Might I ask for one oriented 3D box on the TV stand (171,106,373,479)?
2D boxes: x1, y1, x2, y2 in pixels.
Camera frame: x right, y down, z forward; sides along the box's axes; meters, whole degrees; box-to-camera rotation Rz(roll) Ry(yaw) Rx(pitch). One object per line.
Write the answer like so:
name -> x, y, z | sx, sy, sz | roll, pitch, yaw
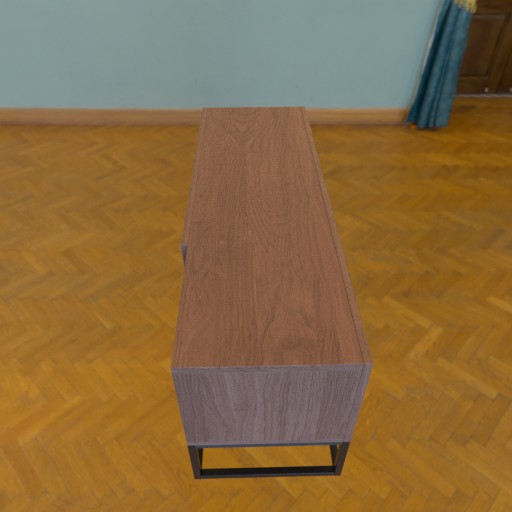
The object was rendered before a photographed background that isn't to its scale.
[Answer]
TV stand -> 0.000, 0.000, 1.448 | 0.415, 0.500, 1.200 | -1, 41, -1
